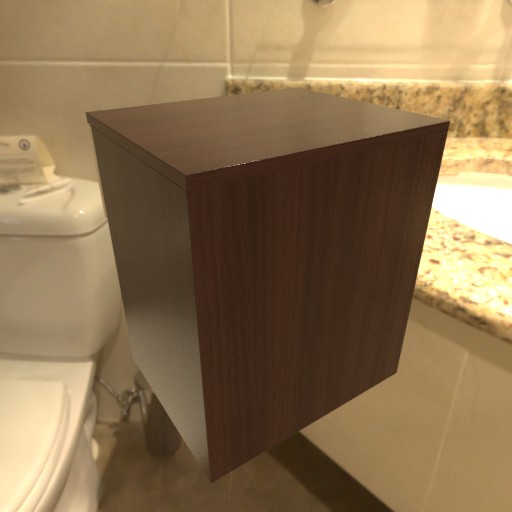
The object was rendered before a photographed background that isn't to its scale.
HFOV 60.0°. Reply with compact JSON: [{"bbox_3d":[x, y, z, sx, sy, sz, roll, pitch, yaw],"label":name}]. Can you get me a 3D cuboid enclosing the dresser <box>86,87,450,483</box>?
[{"bbox_3d":[0.000,0.000,0.757,0.400,0.470,0.360,-18,34,-29],"label":"dresser"}]
